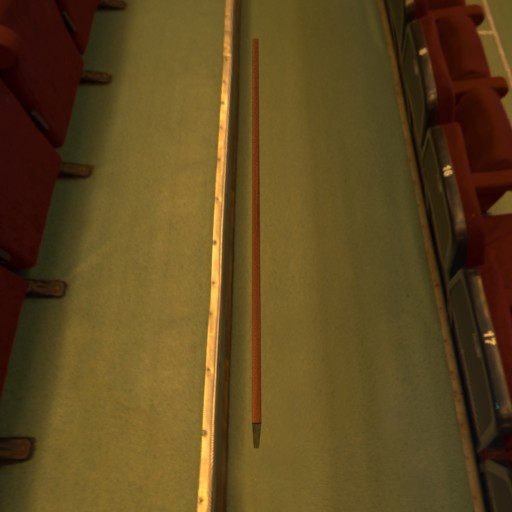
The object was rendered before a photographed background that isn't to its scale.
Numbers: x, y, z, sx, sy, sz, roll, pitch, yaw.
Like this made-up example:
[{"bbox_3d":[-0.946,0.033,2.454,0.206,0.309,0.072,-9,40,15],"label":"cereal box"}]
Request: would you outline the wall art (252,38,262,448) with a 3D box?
[{"bbox_3d":[0.000,0.000,1.064,0.014,0.559,0.816,0,63,0],"label":"wall art"}]
